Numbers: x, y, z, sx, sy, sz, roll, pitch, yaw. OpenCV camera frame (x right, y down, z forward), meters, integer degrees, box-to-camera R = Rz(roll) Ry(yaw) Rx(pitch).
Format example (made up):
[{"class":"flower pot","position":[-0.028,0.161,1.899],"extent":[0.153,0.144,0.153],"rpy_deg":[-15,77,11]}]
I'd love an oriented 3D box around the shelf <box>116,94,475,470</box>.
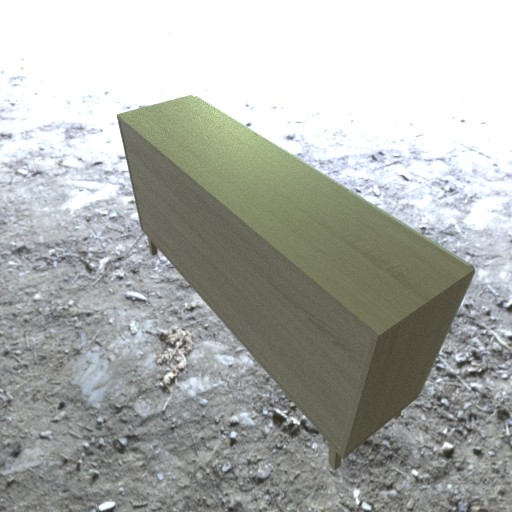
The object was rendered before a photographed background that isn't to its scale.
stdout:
[{"class":"shelf","position":[0.000,0.000,1.806],"extent":[0.400,0.780,1.490],"rpy_deg":[-26,48,-26]}]
